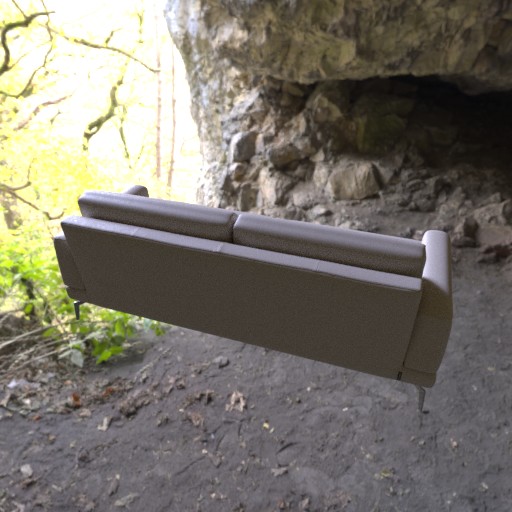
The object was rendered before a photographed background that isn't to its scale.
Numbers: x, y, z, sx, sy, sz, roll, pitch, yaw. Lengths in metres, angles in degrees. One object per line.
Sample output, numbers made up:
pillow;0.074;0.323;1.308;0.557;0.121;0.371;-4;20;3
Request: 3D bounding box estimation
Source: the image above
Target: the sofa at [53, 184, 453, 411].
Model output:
sofa;0.000;0.000;2.387;1.940;0.765;0.974;11;34;17
